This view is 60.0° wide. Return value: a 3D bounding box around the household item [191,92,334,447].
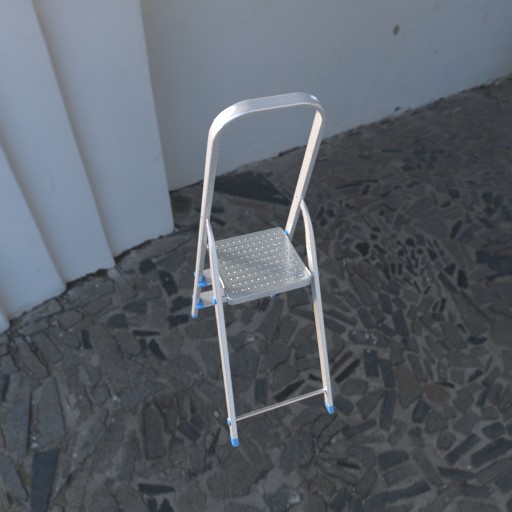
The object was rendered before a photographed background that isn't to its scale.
[{"bbox_3d":[0.000,0.000,1.522,0.420,1.215,0.687,-13,45,-14],"label":"household item"}]
